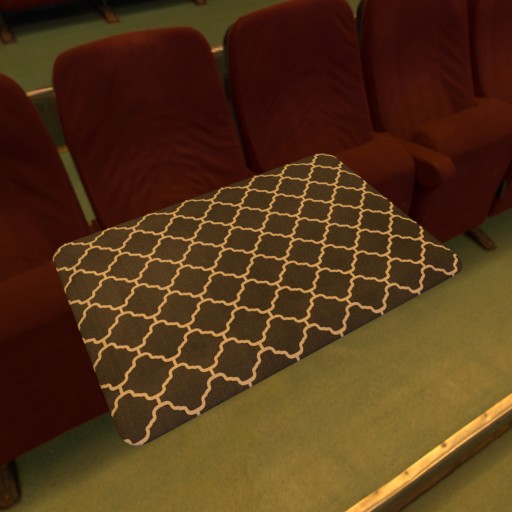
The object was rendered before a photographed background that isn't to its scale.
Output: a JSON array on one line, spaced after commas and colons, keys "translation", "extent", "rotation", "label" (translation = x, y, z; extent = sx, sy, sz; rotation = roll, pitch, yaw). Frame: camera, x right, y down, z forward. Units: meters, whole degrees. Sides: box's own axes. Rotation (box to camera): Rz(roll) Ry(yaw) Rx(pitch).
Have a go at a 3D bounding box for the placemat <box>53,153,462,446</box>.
[{"translation": [0.000, 0.000, 0.958], "extent": [0.762, 0.021, 0.508], "rotation": [-23, 51, -20], "label": "placemat"}]
